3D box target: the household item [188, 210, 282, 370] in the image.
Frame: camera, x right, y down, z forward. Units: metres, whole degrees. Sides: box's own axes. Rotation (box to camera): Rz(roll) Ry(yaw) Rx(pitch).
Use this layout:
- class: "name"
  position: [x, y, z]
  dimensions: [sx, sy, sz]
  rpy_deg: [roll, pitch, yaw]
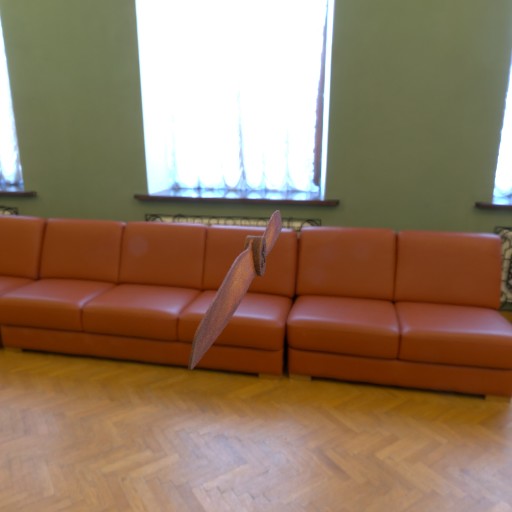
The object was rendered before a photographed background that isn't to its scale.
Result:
- class: "household item"
  position: [0.000, 0.000, 1.262]
  dimensions: [0.051, 0.121, 1.181]
  rpy_deg: [3, 16, 10]
